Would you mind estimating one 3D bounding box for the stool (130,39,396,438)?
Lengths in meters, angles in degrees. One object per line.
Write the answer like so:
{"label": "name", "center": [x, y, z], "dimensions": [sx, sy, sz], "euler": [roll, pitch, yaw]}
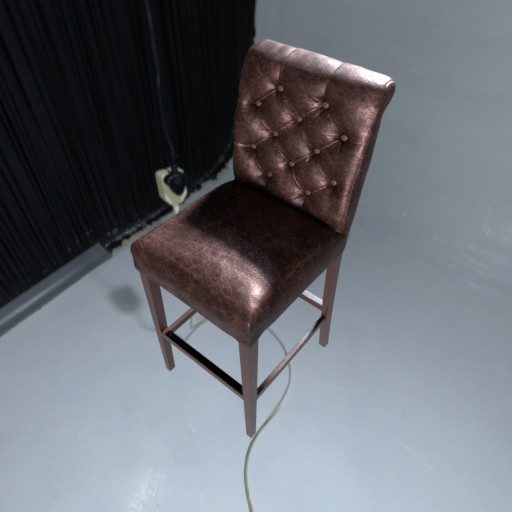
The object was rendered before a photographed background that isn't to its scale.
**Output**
{"label": "stool", "center": [0.000, 0.000, 1.516], "dimensions": [0.483, 1.168, 0.659], "euler": [30, 53, 26]}
